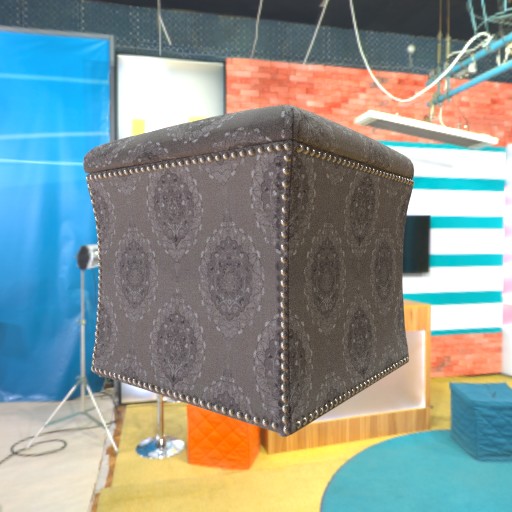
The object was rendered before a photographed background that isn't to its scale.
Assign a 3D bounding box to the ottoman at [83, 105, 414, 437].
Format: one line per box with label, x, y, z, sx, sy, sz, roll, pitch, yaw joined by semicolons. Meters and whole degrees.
ottoman;0.000;0.000;0.908;0.507;0.473;0.497;1;2;38
